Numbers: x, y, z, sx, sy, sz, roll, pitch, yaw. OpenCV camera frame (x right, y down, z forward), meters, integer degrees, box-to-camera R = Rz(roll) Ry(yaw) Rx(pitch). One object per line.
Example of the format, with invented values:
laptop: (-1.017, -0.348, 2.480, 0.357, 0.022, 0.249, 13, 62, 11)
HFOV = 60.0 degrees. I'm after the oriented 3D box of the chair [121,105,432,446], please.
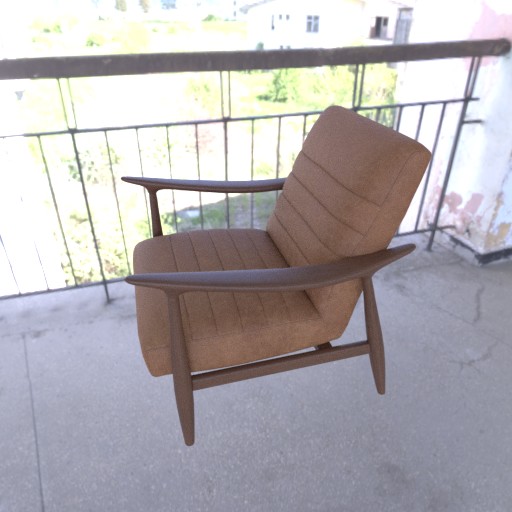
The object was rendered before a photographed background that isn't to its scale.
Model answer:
chair: (0.000, 0.000, 1.456, 0.798, 0.832, 0.741, -8, 31, -13)
